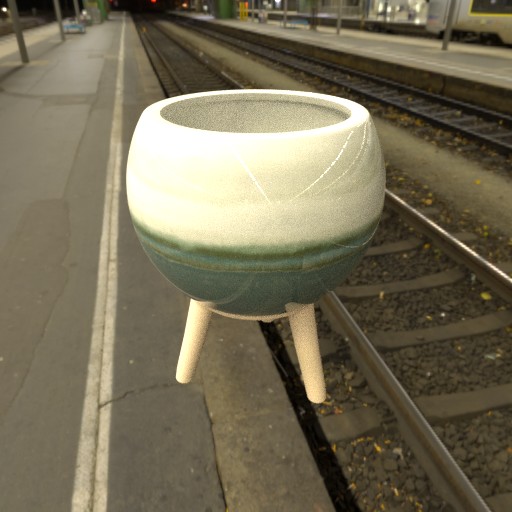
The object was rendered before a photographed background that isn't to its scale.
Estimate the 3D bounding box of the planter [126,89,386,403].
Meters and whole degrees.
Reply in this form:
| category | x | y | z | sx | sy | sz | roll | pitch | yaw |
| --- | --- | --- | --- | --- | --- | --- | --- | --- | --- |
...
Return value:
| category | x | y | z | sx | sy | sz | roll | pitch | yaw |
| --- | --- | --- | --- | --- | --- | --- | --- | --- | --- |
| planter | 0.000 | 0.000 | 0.430 | 0.222 | 0.278 | 0.222 | 0 | 30 | 0 |
